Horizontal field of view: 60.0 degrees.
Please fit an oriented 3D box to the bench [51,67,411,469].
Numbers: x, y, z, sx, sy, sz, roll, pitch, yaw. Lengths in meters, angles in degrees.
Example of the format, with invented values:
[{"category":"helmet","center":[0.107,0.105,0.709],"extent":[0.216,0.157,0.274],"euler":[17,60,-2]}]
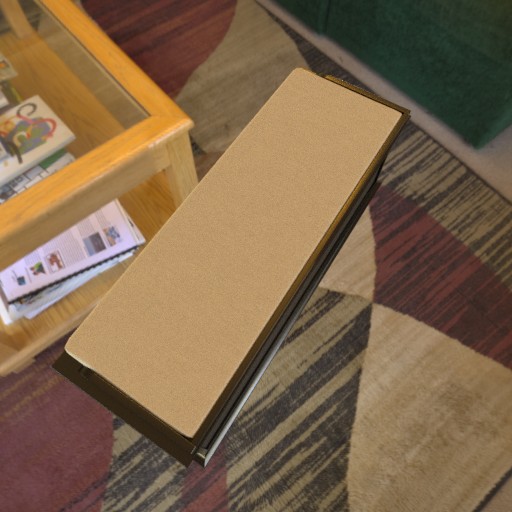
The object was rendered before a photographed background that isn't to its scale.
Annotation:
[{"category":"bench","center":[0.000,0.000,1.403],"extent":[0.402,0.501,1.185],"euler":[30,68,13]}]
